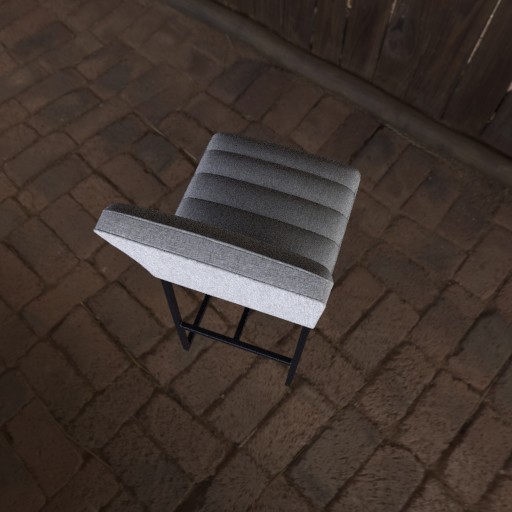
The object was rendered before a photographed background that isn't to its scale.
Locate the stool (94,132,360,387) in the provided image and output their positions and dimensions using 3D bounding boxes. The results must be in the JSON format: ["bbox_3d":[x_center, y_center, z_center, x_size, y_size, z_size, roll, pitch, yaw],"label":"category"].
[{"bbox_3d":[0.000,0.000,1.346,0.459,1.034,0.571,17,65,9],"label":"stool"}]
